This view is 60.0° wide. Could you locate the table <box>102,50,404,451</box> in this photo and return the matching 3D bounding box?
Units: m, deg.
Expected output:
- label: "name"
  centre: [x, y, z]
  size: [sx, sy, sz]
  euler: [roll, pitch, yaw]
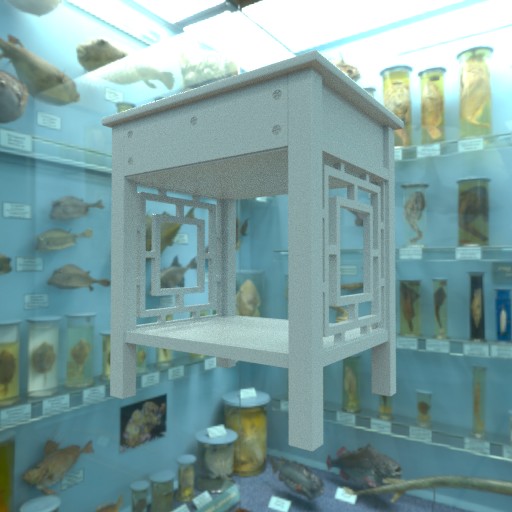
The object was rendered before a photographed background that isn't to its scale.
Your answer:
- label: "table"
  centre: [0.000, 0.000, 1.046]
  size: [0.564, 0.646, 0.451]
  euler: [-1, -2, 36]
